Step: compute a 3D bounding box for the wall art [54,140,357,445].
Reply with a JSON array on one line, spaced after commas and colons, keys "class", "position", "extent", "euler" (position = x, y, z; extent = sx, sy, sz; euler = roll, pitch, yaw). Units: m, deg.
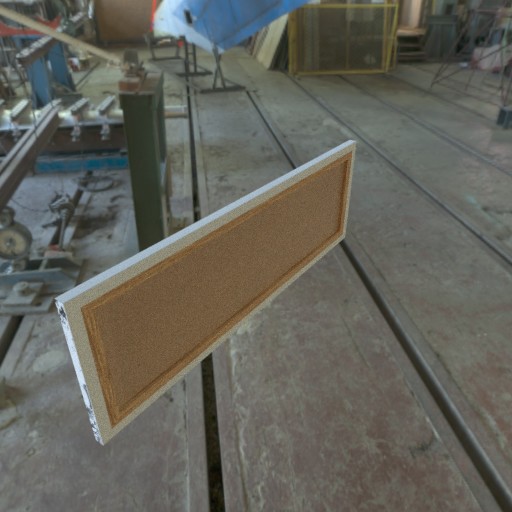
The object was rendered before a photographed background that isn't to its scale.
[{"class": "wall art", "position": [0.000, 0.000, 1.664], "extent": [0.039, 0.507, 1.520], "euler": [21, 37, 30]}]
